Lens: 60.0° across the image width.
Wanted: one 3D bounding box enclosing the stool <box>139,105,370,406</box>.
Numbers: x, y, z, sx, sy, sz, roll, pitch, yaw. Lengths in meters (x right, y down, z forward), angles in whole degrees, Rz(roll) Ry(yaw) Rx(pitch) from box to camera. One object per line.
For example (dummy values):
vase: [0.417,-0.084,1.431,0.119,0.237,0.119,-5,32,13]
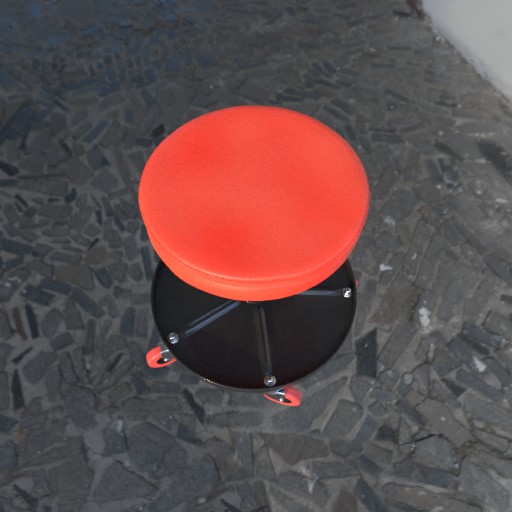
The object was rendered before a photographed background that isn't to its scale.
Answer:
stool: [0.000,0.000,0.680,0.381,0.365,0.382,-2,59,-1]
